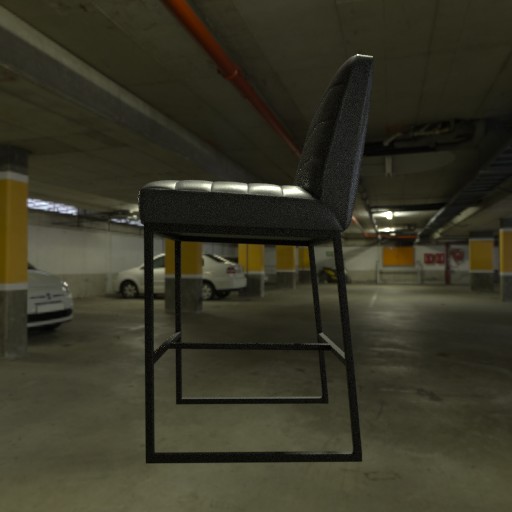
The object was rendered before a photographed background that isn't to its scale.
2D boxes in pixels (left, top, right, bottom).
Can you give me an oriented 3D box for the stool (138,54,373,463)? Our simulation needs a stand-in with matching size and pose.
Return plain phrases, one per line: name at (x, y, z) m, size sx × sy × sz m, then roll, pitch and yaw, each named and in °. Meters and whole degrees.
stool at (0.000, 0.000, 1.223) m, size 0.552 × 0.938 × 0.457 m, roll 0°, pitch -1°, yaw -1°
